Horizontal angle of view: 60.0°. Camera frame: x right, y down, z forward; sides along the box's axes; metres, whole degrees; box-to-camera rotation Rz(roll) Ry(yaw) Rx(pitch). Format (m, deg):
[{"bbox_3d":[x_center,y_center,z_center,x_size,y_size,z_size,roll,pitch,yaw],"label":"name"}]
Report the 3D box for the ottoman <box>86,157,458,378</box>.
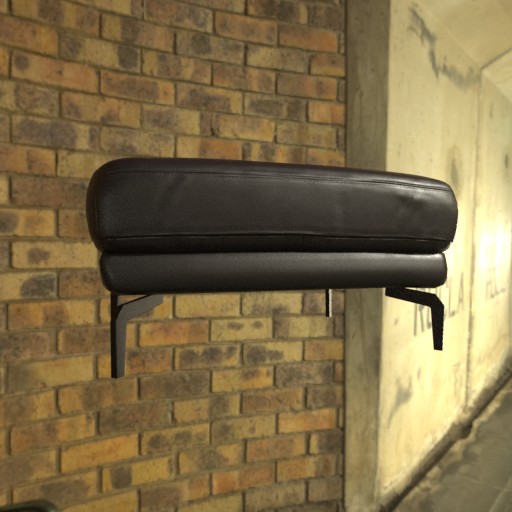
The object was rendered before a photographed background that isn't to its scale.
[{"bbox_3d":[0.000,0.000,1.090,0.764,0.402,0.570,0,1,-18],"label":"ottoman"}]
